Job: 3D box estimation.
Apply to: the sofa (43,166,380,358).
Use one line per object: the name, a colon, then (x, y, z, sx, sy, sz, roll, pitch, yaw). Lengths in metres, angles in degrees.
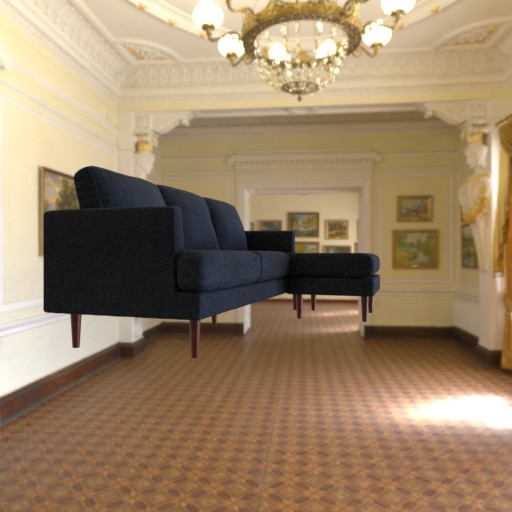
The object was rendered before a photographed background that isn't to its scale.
sofa: (0.000, 0.000, 3.014, 1.504, 0.956, 2.233, 0, 0, 19)
